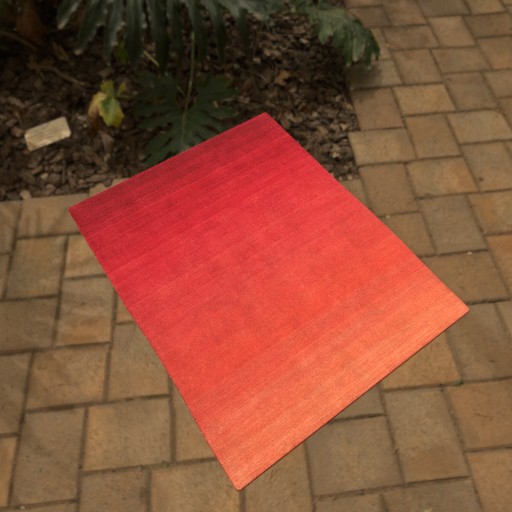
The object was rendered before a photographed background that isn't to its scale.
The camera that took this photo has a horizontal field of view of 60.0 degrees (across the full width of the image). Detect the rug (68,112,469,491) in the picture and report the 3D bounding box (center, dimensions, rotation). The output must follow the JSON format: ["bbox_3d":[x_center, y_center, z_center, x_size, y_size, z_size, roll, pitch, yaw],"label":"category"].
[{"bbox_3d":[0.000,0.000,3.935,2.340,0.028,2.905,-31,64,-17],"label":"rug"}]
